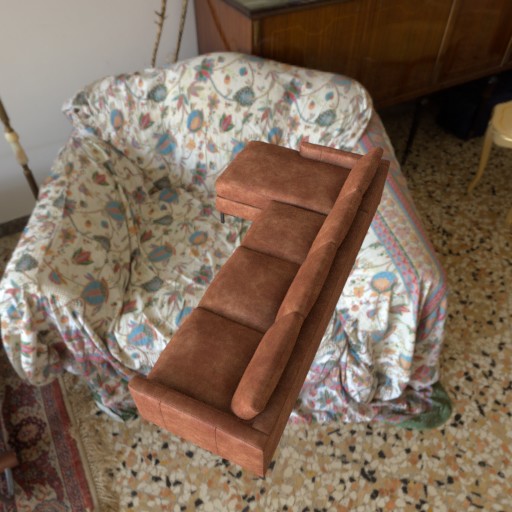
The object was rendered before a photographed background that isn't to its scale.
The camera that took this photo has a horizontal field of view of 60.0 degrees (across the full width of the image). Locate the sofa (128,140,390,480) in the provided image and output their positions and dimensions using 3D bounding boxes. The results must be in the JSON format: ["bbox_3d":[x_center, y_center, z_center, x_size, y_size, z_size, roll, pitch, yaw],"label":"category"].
[{"bbox_3d":[0.000,0.000,3.656,1.471,0.859,2.993,18,49,17],"label":"sofa"}]
